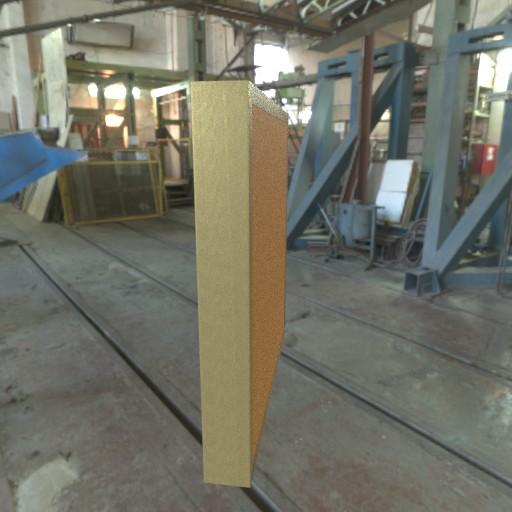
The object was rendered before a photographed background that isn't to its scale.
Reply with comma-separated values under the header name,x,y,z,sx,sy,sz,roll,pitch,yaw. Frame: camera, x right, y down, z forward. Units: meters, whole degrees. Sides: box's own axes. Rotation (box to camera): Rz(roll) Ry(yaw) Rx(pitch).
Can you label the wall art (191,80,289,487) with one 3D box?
name,x,y,z,sx,sy,sz,roll,pitch,yaw
wall art,0.000,0.000,0.465,0.038,0.305,0.304,2,14,9
